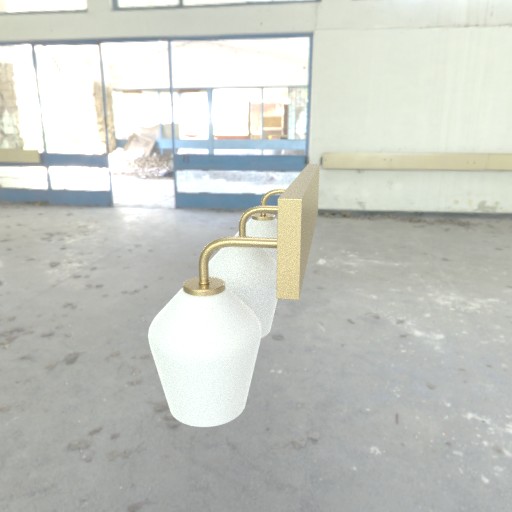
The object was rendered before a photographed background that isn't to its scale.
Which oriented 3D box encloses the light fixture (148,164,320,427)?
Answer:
[{"bbox_3d":[0.000,0.000,0.769,0.190,0.280,0.609,3,16,10],"label":"light fixture"}]
